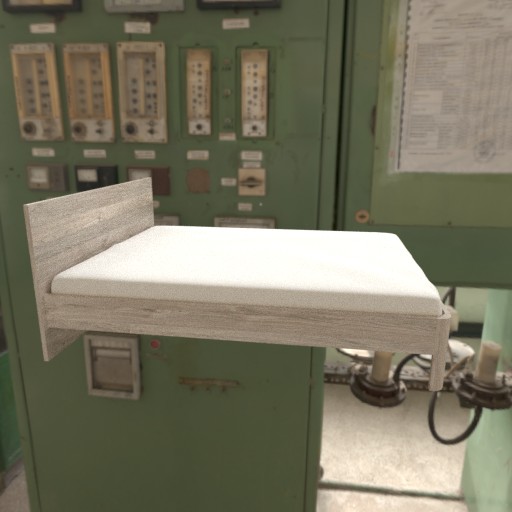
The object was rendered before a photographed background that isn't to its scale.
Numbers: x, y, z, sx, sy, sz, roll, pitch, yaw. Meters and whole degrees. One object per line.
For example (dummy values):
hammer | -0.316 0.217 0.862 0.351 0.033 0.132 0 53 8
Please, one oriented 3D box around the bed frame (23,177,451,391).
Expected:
bed frame | 0.000 0.000 2.721 1.950 0.800 1.490 2 15 9
